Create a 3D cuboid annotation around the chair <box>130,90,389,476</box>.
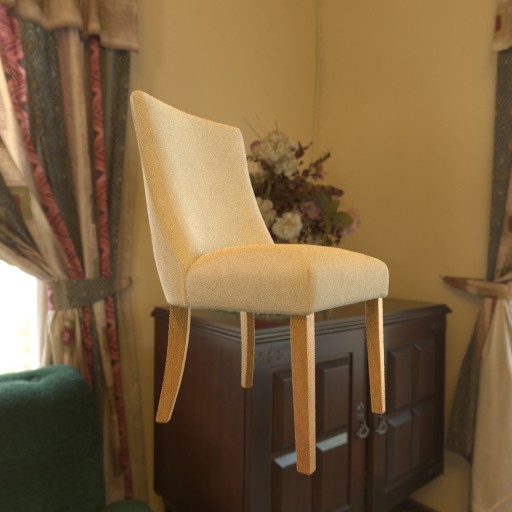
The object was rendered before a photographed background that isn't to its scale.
[{"bbox_3d":[0.000,0.000,1.246,0.610,0.902,0.495,0,0,35],"label":"chair"}]
